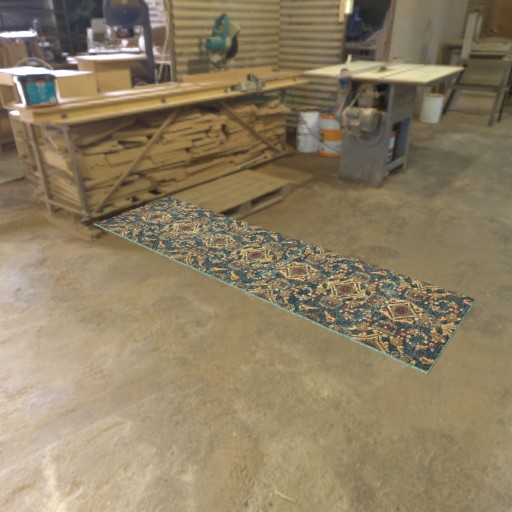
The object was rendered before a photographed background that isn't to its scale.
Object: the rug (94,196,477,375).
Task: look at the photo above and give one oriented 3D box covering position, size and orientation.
[{"bbox_3d":[0.000,0.000,2.617,2.292,0.014,0.685,21,35,34],"label":"rug"}]
